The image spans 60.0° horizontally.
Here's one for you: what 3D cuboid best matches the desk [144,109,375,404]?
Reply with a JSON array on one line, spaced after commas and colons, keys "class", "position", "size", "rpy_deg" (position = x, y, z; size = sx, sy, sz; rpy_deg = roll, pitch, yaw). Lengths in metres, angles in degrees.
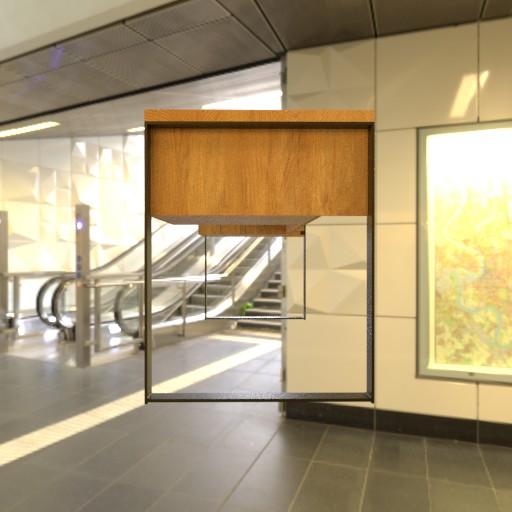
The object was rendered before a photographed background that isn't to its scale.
[{"class": "desk", "position": [0.000, 0.000, 1.905], "size": [0.600, 0.760, 1.520], "rpy_deg": [0, 0, -1]}]
